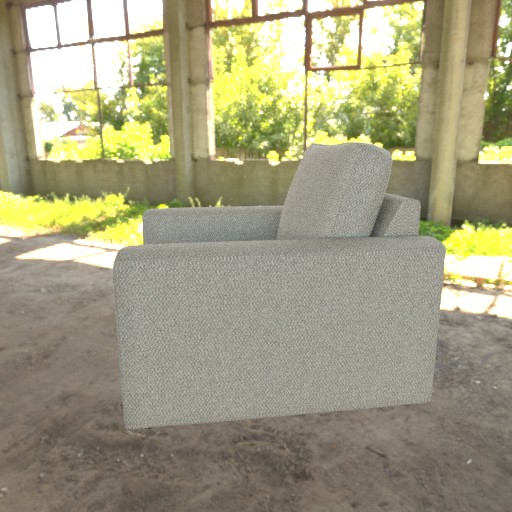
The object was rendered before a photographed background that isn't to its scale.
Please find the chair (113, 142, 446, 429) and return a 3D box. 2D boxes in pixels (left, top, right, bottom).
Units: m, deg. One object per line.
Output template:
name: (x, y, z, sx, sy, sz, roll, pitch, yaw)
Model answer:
chair: (0.000, 0.000, 1.762, 1.016, 0.873, 1.005, -2, 14, -8)
